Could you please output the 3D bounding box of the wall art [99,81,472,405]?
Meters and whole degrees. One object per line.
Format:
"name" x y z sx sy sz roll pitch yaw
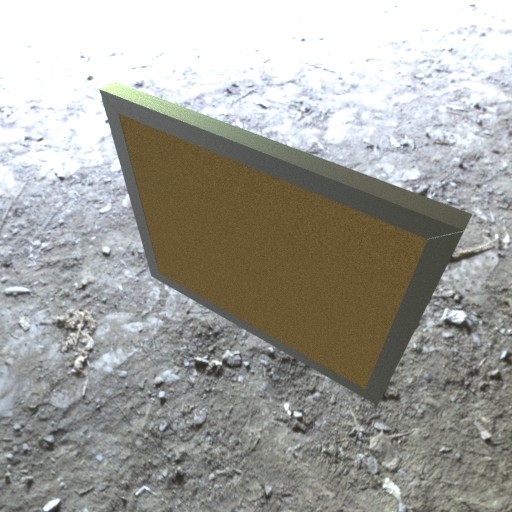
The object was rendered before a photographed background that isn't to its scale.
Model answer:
"wall art" 0.000 0.000 0.758 0.557 0.456 0.032 26 53 22
